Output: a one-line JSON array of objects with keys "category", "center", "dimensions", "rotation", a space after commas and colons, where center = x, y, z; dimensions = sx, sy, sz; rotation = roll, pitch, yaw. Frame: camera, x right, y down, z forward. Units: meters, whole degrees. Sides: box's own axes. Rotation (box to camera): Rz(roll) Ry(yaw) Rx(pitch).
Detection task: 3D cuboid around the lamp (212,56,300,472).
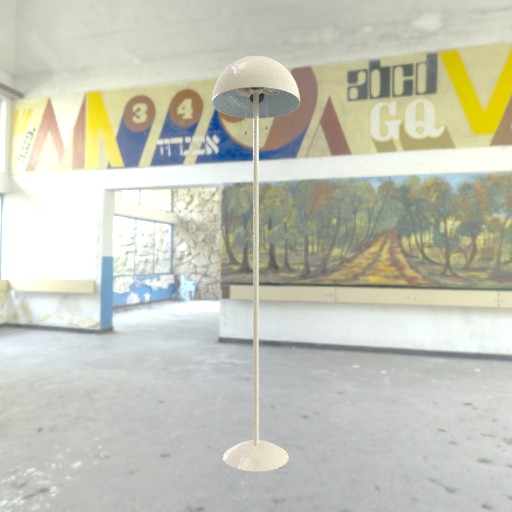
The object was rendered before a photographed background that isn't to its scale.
[{"category": "lamp", "center": [0.000, 0.000, 1.646], "dimensions": [0.328, 1.480, 0.328], "rotation": [0, -1, 17]}]
